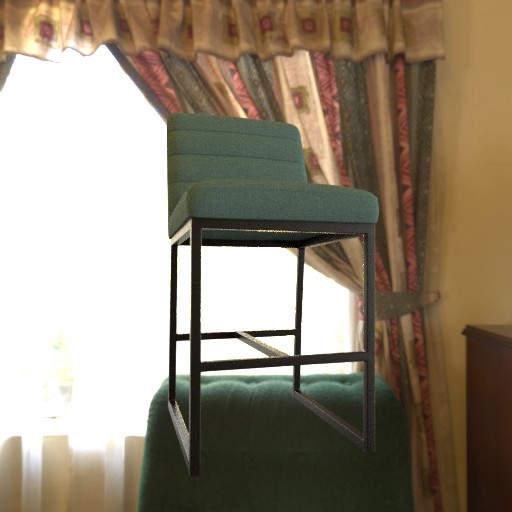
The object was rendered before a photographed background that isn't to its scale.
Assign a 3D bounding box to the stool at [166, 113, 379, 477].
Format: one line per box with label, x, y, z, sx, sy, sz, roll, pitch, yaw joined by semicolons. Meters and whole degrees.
stool;0.000;0.000;1.243;0.460;0.940;0.560;0;-2;-17
